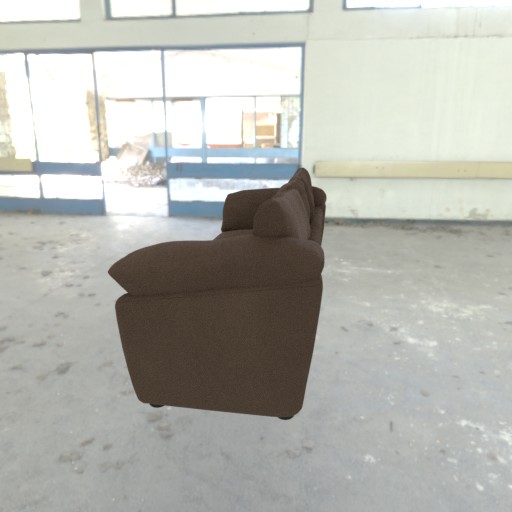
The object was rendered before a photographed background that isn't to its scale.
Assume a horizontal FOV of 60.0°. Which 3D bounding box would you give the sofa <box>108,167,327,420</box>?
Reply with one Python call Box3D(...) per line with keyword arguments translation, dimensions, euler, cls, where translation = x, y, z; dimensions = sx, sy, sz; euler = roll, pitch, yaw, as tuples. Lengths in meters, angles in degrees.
Box3D(translation=(0.000, 0.000, 2.880), dimensions=(0.878, 1.015, 2.336), euler=(2, 15, 9), cls="sofa")
